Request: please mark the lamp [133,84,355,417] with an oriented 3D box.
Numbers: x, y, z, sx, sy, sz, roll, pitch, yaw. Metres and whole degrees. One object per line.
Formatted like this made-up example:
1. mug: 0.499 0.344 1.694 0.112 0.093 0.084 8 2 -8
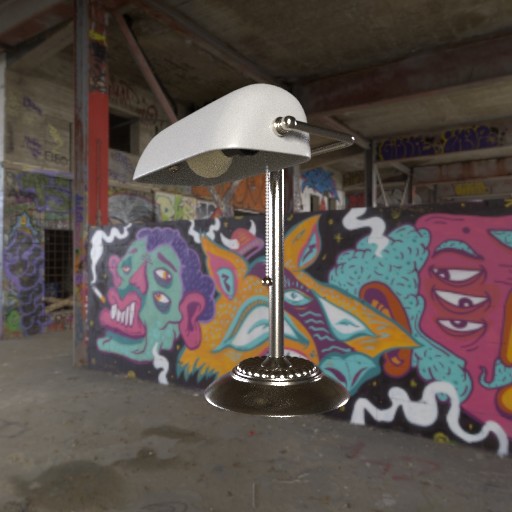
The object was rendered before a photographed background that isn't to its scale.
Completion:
1. lamp: 0.000 0.000 0.535 0.243 0.339 0.264 1 -1 -37
